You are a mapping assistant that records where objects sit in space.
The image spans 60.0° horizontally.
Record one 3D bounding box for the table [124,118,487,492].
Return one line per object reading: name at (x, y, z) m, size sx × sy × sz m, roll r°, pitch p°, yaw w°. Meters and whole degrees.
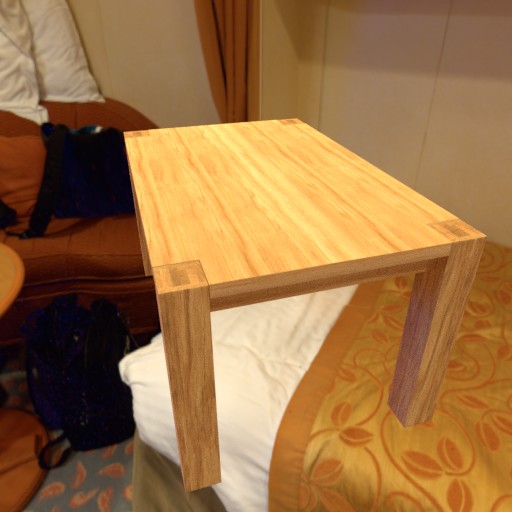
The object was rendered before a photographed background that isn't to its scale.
table at (0.000, 0.000, 1.872) m, size 0.900 × 0.760 × 1.400 m, roll -9°, pitch 32°, yaw -15°
